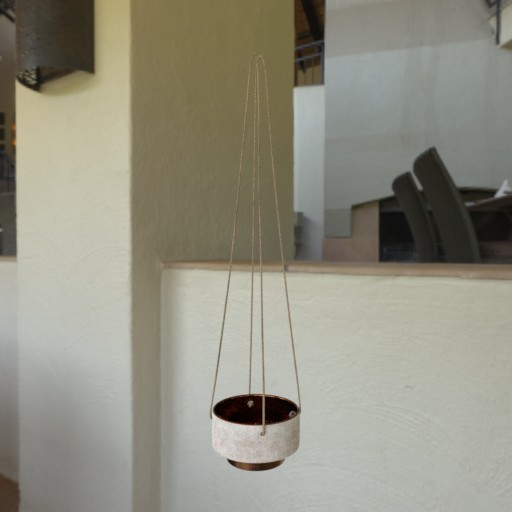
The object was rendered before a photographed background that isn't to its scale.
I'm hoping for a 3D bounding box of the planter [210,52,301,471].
[{"bbox_3d":[0.000,0.000,1.131,0.223,1.030,0.223,1,1,37],"label":"planter"}]
